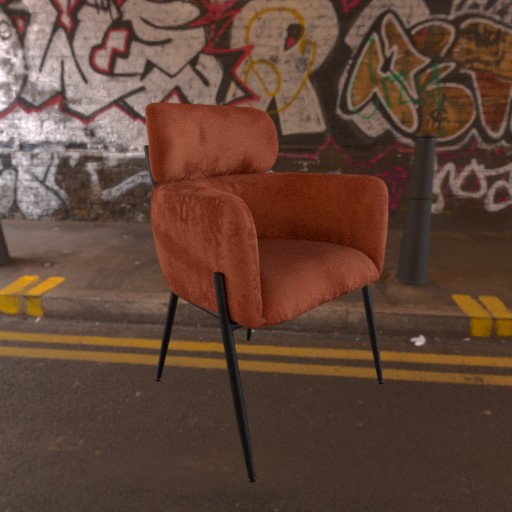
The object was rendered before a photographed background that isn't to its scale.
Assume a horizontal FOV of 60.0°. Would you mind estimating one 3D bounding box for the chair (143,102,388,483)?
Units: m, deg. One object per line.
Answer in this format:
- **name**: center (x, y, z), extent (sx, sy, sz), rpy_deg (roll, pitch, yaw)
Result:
- **chair**: center (0.000, 0.000, 1.164), extent (0.523, 0.772, 0.561), rpy_deg (15, 22, 43)
